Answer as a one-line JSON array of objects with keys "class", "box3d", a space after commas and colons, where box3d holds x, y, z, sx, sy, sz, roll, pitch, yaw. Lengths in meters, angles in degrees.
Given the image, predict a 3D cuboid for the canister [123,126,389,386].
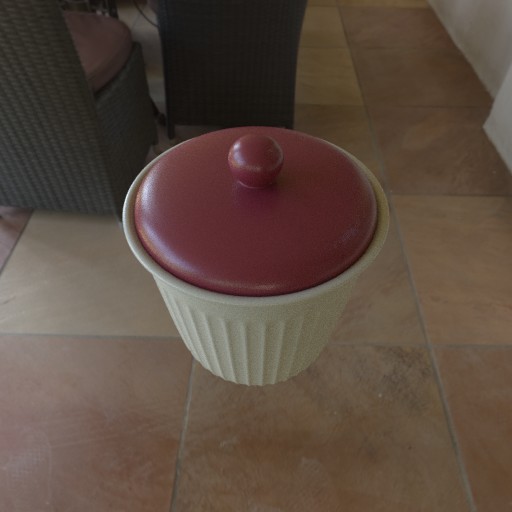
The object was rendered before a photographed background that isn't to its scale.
[{"class": "canister", "box3d": [0.000, 0.000, 0.349, 0.181, 0.211, 0.181, 0, 48, 0]}]
